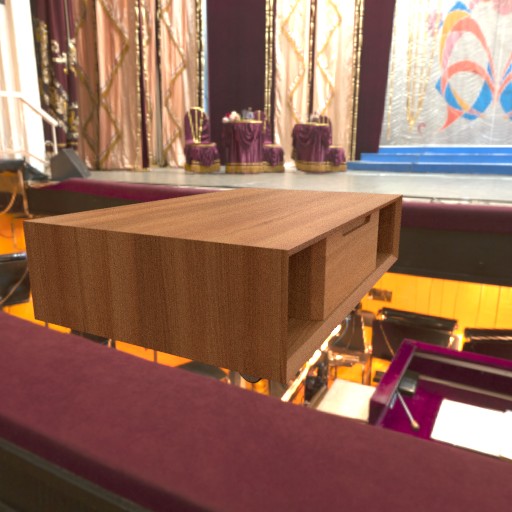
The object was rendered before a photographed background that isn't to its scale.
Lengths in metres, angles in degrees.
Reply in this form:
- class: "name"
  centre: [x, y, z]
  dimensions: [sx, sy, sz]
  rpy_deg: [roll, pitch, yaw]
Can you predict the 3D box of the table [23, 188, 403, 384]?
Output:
- class: "table"
  centre: [0.000, 0.000, 1.427]
  dimensions: [0.700, 0.330, 1.100]
  rpy_deg: [7, 15, 27]
